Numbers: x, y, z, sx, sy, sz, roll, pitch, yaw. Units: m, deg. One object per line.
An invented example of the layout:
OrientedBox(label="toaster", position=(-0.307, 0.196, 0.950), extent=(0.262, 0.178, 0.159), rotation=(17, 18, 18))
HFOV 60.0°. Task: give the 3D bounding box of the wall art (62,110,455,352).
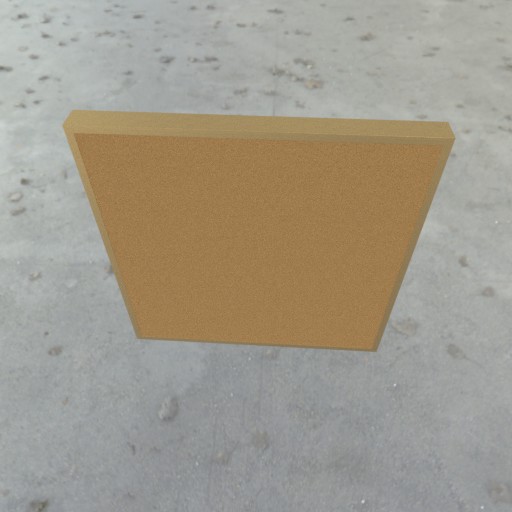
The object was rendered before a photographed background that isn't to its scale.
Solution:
OrientedBox(label="wall art", position=(0.000, 0.000, 0.770), extent=(0.509, 0.509, 0.040), rotation=(3, 46, 3))
